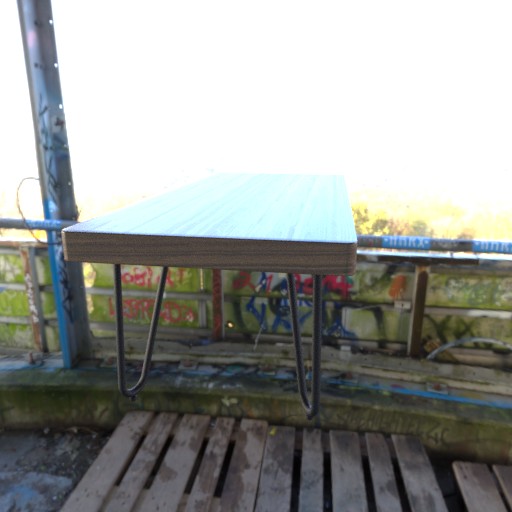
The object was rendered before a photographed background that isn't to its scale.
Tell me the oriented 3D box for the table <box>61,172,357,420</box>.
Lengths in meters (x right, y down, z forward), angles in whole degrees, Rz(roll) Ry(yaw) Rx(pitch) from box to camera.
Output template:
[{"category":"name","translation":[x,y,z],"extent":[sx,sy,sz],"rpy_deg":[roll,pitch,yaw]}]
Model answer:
[{"category":"table","translation":[0.000,0.000,1.617],"extent":[0.637,0.468,1.375],"rpy_deg":[3,16,9]}]
